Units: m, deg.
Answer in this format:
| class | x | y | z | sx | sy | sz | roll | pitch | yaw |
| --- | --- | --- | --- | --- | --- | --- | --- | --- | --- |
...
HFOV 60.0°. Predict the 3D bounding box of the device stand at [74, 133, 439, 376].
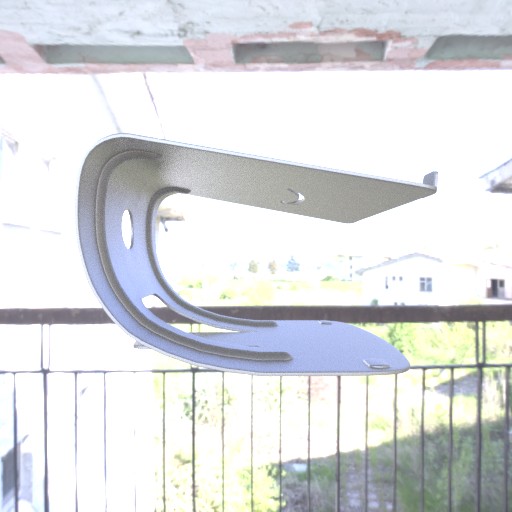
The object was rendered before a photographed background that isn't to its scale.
| class | x | y | z | sx | sy | sz | roll | pitch | yaw |
| --- | --- | --- | --- | --- | --- | --- | --- | --- | --- |
| device stand | 0.000 | 0.000 | 0.401 | 0.236 | 0.155 | 0.256 | 0 | -1 | -1 |
